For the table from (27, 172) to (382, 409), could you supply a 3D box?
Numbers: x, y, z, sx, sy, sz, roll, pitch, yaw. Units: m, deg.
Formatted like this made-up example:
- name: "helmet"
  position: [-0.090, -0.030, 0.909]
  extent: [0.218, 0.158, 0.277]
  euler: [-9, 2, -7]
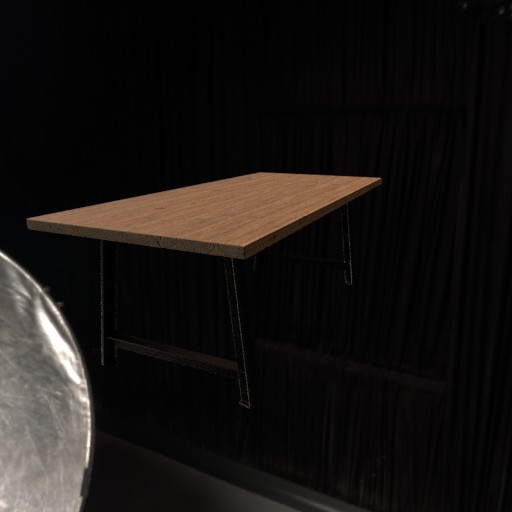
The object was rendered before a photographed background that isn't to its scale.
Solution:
- name: "table"
  position: [0.000, 0.000, 2.638]
  extent: [1.000, 0.757, 2.200]
  euler: [8, 18, 25]
